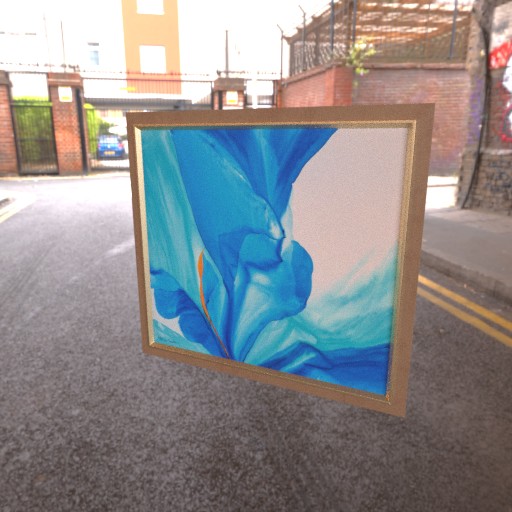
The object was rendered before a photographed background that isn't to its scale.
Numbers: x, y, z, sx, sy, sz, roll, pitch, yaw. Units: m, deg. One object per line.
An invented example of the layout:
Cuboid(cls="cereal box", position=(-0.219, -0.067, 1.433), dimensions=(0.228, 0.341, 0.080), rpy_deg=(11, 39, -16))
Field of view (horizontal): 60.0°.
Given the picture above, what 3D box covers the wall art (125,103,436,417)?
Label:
Cuboid(cls="wall art", position=(0.000, 0.000, 1.684), dimensions=(1.168, 1.067, 0.025), rpy_deg=(7, 16, 24))
